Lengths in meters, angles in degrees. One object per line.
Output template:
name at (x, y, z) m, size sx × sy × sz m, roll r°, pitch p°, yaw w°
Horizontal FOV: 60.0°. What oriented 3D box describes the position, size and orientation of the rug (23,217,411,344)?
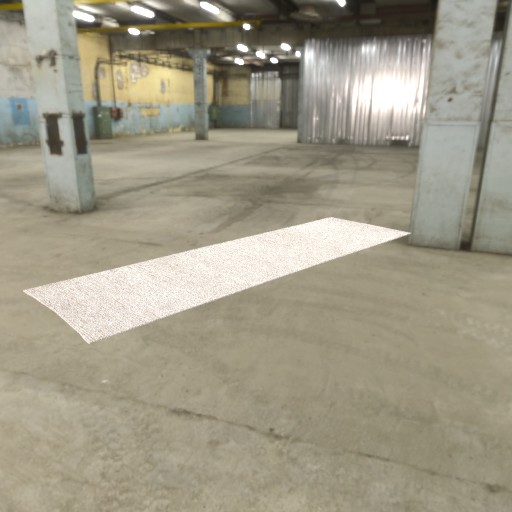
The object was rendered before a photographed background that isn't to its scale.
rug at (0.000, 0.000, 2.607) m, size 2.346 × 0.013 × 0.712 m, roll -16°, pitch 23°, yaw -41°
